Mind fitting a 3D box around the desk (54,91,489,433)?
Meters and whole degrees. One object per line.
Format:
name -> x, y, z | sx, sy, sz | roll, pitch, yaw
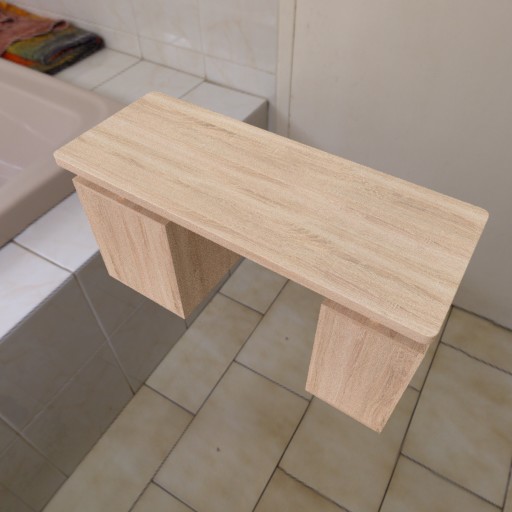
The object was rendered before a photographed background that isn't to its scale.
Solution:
desk -> 0.000, 0.000, 1.771 | 1.400, 0.760, 0.550 | 26, 53, 21
